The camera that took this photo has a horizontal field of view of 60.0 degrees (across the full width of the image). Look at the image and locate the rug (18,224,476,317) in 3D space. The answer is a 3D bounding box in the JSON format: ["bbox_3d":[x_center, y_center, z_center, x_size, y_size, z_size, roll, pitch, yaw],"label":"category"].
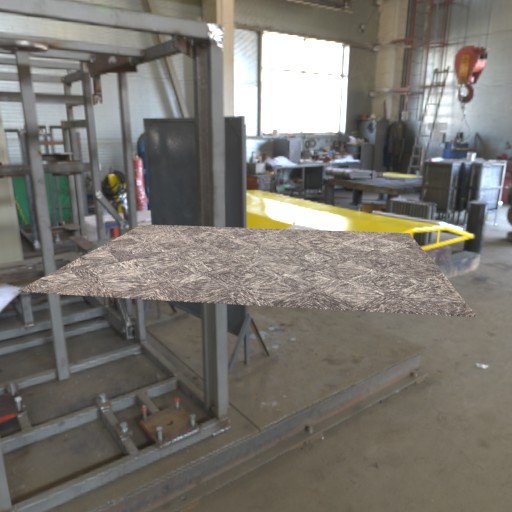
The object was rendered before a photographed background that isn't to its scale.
[{"bbox_3d":[0.000,0.000,5.279,4.093,0.020,2.997,2,16,8],"label":"rug"}]
